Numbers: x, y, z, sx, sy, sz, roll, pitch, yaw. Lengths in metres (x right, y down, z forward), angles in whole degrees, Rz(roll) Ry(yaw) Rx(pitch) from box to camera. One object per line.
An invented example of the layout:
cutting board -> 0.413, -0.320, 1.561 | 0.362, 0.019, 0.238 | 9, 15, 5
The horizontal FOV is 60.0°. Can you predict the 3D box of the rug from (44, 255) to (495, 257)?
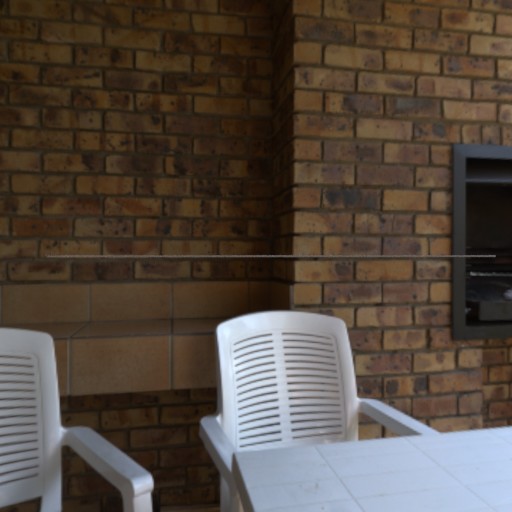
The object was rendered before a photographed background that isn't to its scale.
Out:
rug -> 0.000, 0.000, 2.845 | 2.235, 0.008, 1.600 | 0, 0, -17
